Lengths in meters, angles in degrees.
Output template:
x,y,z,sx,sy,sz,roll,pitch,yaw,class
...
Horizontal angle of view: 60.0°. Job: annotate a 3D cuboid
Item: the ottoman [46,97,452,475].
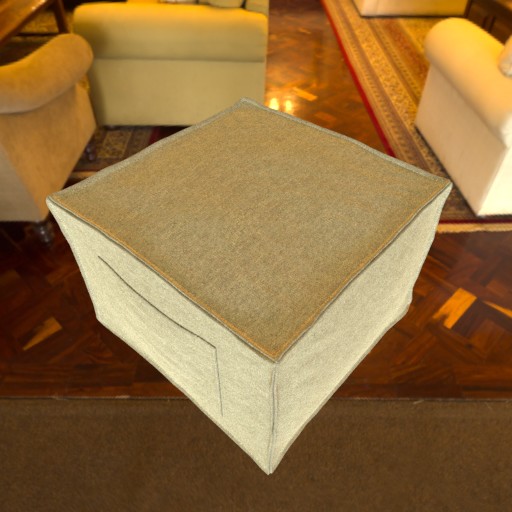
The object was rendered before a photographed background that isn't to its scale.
x,y,z,sx,sy,sz,roll,pitch,yaw,class
0.000,0.000,1.169,0.707,0.470,0.696,31,52,28,ottoman
